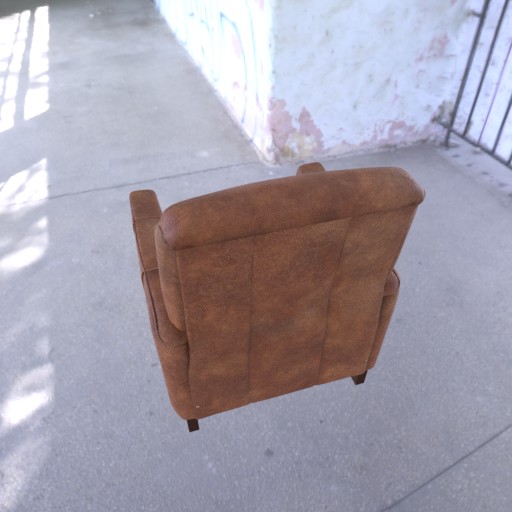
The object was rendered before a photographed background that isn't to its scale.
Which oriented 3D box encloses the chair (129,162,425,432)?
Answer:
[{"bbox_3d":[0.000,0.000,1.662,0.843,1.043,0.836,-11,43,-13],"label":"chair"}]
